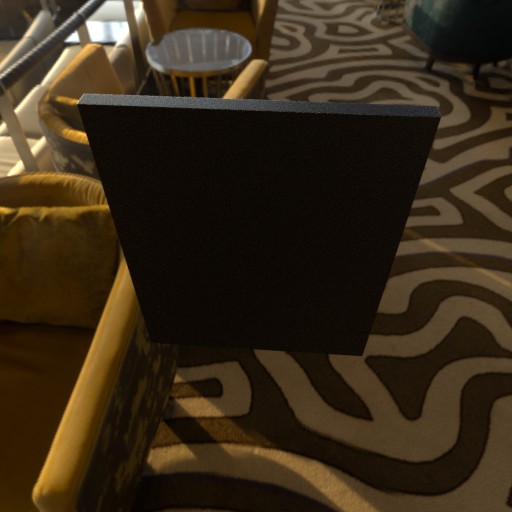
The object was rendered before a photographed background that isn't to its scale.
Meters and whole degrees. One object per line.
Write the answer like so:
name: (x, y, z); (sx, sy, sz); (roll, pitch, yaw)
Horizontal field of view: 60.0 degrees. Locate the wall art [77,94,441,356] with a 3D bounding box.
wall art: (0.000, 0.000, 0.766); (0.457, 0.557, 0.028); (3, 46, 3)
